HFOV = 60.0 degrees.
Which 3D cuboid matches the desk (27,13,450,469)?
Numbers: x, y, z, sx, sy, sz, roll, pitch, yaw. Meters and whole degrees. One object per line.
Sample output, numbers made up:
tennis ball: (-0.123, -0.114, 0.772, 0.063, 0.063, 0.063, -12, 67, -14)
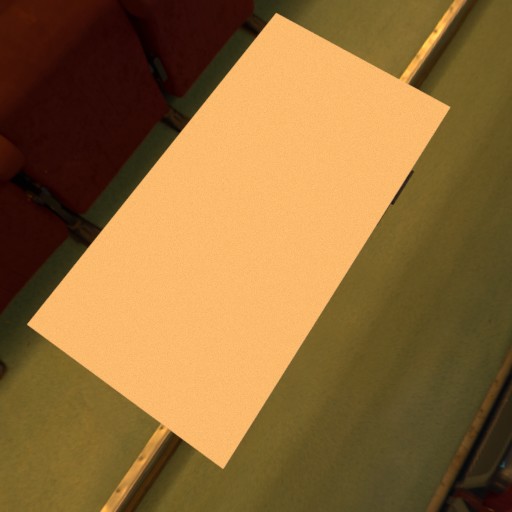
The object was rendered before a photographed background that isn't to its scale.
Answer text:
desk: (0.000, 0.000, 1.285, 0.482, 0.730, 0.898, 33, 77, 9)
